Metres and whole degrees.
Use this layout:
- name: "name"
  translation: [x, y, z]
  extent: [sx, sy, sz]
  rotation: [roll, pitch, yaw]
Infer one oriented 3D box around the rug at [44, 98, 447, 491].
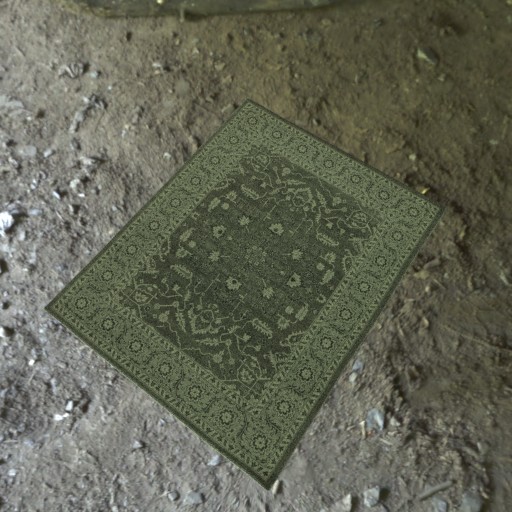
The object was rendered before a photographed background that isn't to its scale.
- name: "rug"
  translation: [0.000, 0.000, 4.149]
  extent: [2.451, 0.026, 3.069]
  rotation: [33, 69, 14]
